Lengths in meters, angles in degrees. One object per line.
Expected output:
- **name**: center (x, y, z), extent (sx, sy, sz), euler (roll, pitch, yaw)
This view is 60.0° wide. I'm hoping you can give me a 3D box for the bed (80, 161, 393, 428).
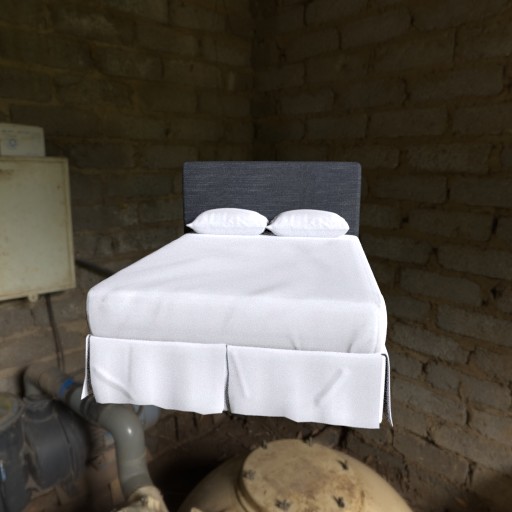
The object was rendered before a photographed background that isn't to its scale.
- **bed**: center (0.000, 0.000, 3.235), extent (1.723, 1.330, 2.142), euler (2, 13, 8)
